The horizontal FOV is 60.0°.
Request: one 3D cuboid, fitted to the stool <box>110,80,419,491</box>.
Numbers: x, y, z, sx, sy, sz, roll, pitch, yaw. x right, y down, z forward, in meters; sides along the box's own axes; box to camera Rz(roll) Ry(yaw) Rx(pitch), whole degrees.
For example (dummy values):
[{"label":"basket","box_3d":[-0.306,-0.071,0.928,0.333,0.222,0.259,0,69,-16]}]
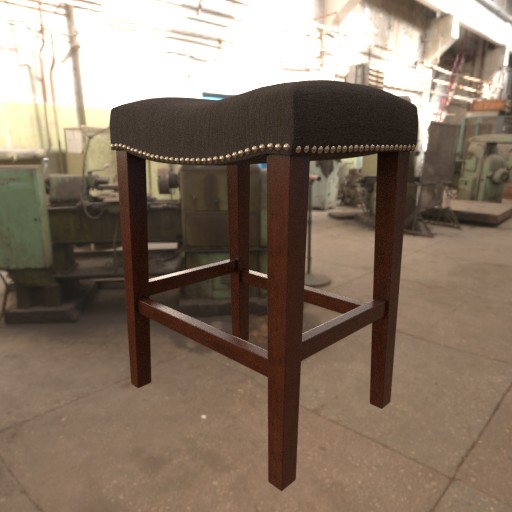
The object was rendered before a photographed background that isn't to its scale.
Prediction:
[{"label":"stool","box_3d":[0.000,0.000,0.938,0.504,0.654,0.372,14,20,43]}]
